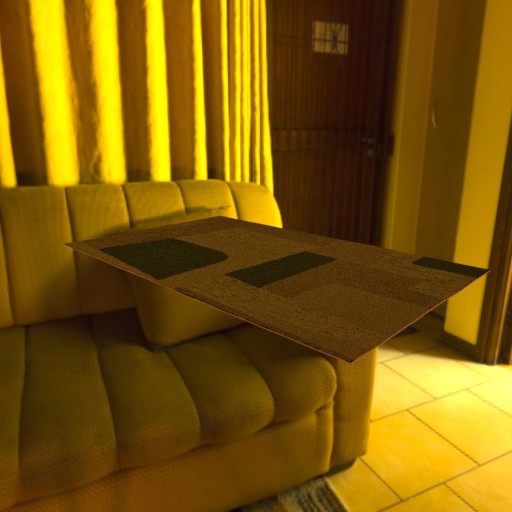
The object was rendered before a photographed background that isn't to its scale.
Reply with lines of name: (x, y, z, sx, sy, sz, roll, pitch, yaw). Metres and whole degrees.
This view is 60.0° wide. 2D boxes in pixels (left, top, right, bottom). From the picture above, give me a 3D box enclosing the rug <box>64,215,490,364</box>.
rug: (0.000, 0.000, 2.937, 2.436, 0.015, 1.521, 15, 22, 42)
